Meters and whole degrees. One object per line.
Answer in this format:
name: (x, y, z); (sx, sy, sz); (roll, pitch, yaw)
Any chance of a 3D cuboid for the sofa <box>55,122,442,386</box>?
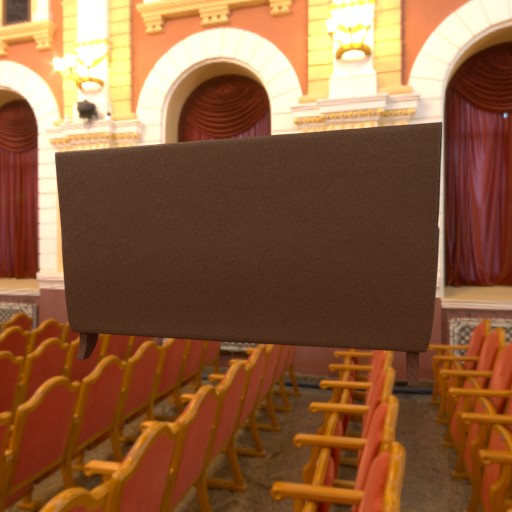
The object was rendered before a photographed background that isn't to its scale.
sofa: (0.000, 0.000, 1.999); (1.468, 0.859, 0.853); (0, 0, 16)
